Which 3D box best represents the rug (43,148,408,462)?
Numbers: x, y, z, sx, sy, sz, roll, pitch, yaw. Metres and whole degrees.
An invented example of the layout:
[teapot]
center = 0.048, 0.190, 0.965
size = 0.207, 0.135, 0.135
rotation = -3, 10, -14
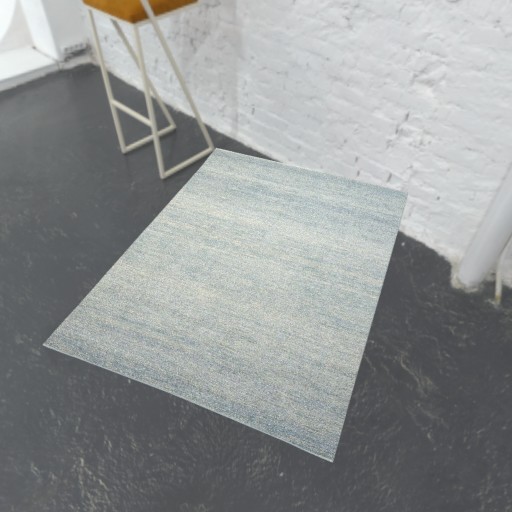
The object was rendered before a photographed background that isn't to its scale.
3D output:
[rug]
center = 0.000, 0.000, 4.357
size = 2.461, 0.046, 3.237
rotation = 17, 48, 16
